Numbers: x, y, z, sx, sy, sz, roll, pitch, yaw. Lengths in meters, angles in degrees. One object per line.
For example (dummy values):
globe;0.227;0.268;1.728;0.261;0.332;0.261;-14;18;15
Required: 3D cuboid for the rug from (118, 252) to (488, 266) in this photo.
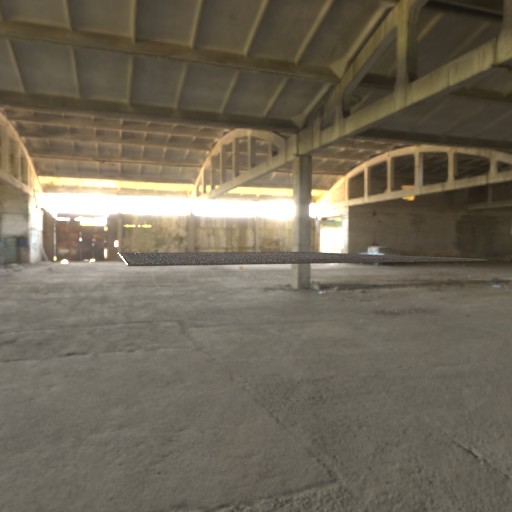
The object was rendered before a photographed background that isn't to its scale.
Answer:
rug;0.000;0.000;4.167;2.434;0.013;3.057;-1;2;-18
